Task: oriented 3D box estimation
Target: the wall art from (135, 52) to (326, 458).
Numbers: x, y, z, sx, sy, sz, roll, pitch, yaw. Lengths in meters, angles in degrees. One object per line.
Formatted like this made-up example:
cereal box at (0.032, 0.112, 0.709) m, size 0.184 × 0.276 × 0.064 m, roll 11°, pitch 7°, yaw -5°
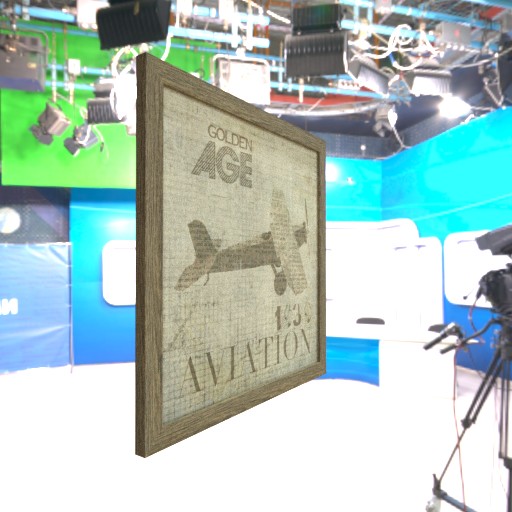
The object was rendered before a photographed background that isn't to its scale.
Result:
wall art at (0.000, 0.000, 0.766) m, size 0.019 × 0.508 × 0.508 m, roll 0°, pitch -1°, yaw 35°
